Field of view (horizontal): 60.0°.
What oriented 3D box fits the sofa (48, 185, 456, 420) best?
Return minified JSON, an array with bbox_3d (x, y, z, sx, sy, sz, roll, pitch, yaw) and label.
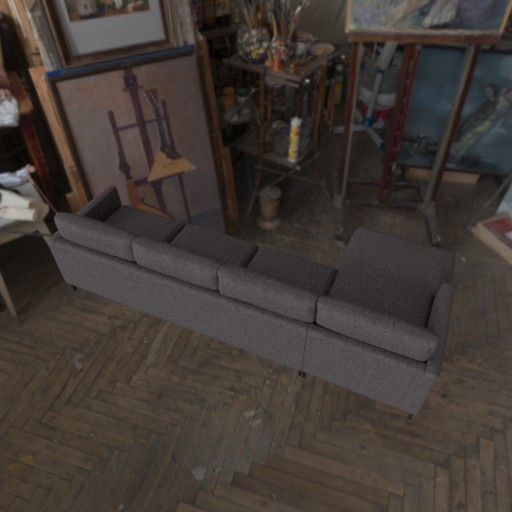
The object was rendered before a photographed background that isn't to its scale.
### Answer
[{"bbox_3d":[0.000,0.000,3.271,2.731,0.754,1.258,17,48,16],"label":"sofa"}]
